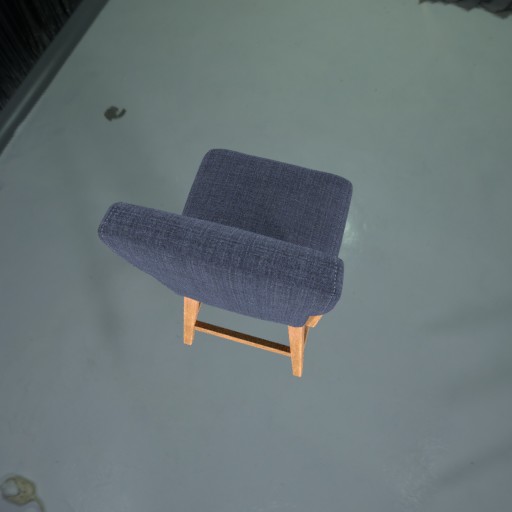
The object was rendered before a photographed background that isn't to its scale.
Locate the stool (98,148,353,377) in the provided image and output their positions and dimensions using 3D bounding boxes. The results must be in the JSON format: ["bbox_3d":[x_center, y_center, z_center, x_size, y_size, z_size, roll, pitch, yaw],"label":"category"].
[{"bbox_3d":[0.000,0.000,1.284,0.459,1.010,0.526,15,66,7],"label":"stool"}]
